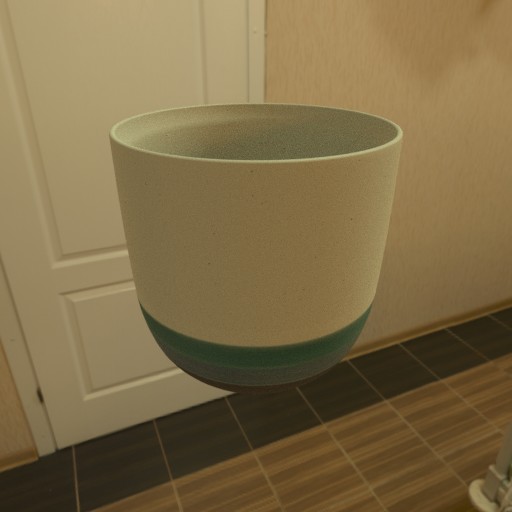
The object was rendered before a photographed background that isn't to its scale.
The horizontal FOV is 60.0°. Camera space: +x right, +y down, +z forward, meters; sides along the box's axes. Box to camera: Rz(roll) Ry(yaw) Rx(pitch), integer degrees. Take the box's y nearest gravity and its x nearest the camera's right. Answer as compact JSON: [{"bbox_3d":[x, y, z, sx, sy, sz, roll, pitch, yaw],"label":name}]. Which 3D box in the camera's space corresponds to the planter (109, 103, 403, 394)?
[{"bbox_3d":[0.000,0.000,0.368,0.204,0.214,0.204,0,27,0],"label":"planter"}]
